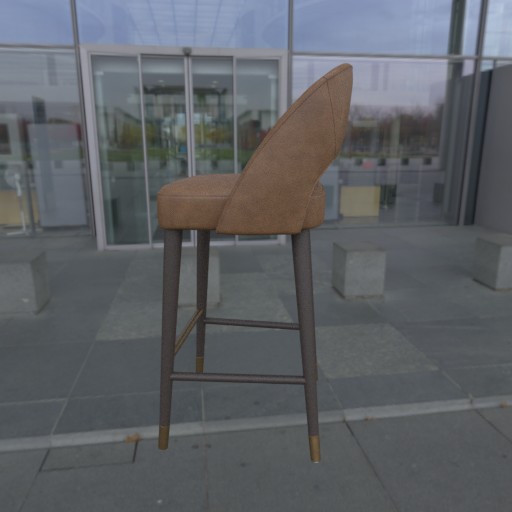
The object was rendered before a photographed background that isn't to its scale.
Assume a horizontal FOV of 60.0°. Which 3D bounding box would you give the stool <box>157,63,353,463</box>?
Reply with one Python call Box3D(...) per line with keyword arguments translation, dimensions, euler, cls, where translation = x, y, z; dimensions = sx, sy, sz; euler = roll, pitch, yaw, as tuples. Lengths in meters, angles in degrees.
Box3D(translation=(0.000, 0.000, 1.314), dimensions=(0.509, 1.037, 0.494), euler=(2, 14, 7), cls="stool")
